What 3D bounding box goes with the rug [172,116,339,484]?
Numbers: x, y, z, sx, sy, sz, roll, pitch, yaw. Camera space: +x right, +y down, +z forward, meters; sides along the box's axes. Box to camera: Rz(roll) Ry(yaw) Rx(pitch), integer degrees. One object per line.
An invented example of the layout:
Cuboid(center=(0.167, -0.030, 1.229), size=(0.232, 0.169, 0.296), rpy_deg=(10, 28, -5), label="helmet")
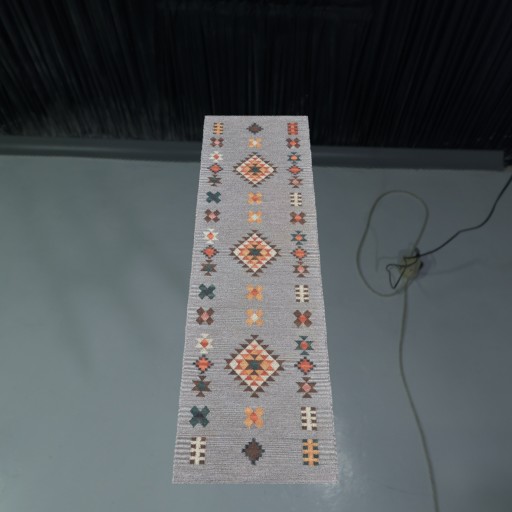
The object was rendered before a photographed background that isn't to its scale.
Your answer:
Cuboid(center=(0.000, 0.000, 2.656), size=(0.766, 0.008, 2.432), rpy_deg=(0, 59, 0), label="rug")
